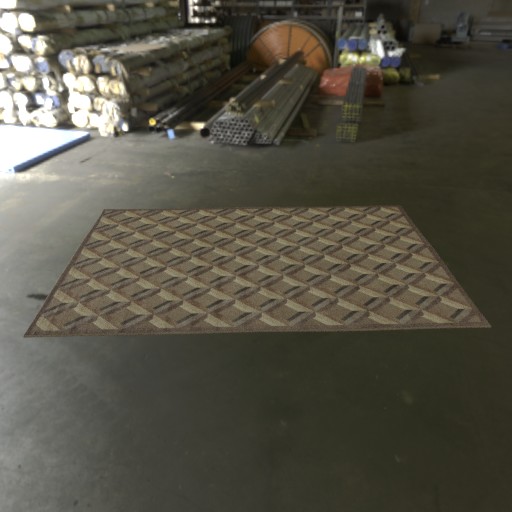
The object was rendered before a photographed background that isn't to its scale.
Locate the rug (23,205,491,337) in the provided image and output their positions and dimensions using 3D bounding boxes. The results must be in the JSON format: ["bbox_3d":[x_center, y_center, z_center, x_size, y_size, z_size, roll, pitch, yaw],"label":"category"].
[{"bbox_3d":[0.000,0.000,2.034,1.677,0.011,1.066,-1,31,-1],"label":"rug"}]
